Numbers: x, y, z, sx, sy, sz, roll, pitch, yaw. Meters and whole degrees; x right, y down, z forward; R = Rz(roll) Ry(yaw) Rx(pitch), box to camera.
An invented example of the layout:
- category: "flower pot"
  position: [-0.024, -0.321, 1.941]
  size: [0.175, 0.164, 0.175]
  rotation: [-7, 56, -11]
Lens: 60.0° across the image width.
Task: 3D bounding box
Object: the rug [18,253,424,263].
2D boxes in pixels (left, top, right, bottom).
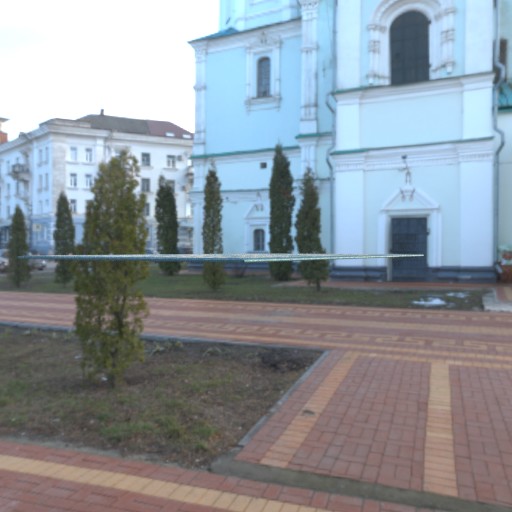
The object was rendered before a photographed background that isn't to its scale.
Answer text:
- category: "rug"
  position: [0.000, 0.000, 3.476]
  size: [1.830, 0.018, 2.769]
  rotation: [0, 1, 35]
